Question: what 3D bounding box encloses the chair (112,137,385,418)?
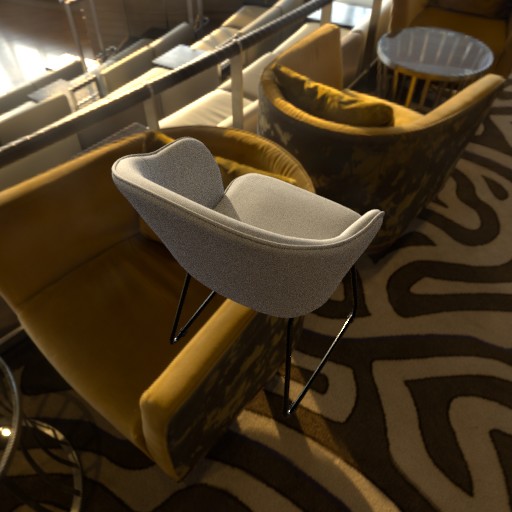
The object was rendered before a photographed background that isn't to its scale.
[{"bbox_3d":[0.000,0.000,1.213,0.570,0.817,0.592,25,52,21],"label":"chair"}]
